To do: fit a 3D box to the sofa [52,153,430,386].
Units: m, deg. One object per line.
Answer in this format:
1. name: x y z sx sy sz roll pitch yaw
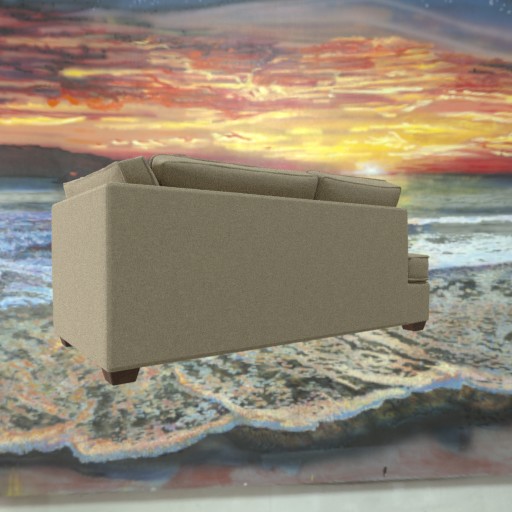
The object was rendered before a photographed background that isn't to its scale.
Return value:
1. sofa: 0.000 0.000 2.844 2.237 1.033 1.110 -1 1 -36
